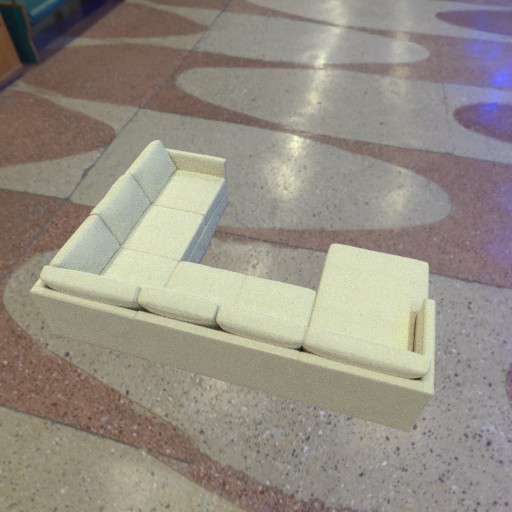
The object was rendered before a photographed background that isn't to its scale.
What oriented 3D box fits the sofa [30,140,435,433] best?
[{"bbox_3d":[0.000,0.000,4.521,3.464,0.882,2.448,12,48,11],"label":"sofa"}]
